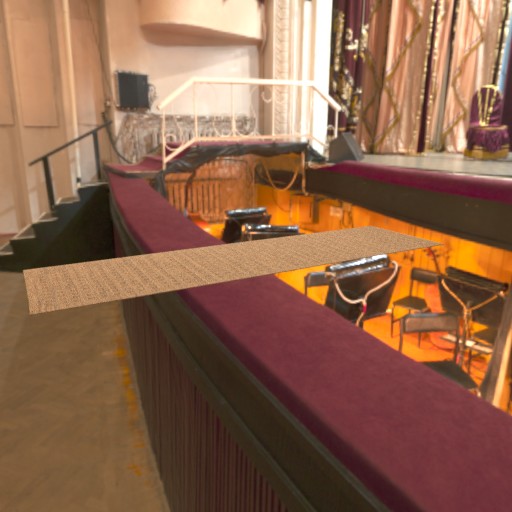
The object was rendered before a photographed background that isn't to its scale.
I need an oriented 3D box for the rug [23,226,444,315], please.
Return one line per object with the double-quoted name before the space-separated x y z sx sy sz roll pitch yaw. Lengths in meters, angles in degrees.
"rug" 0.000 0.000 2.624 2.437 0.005 0.688 -8 17 -28
